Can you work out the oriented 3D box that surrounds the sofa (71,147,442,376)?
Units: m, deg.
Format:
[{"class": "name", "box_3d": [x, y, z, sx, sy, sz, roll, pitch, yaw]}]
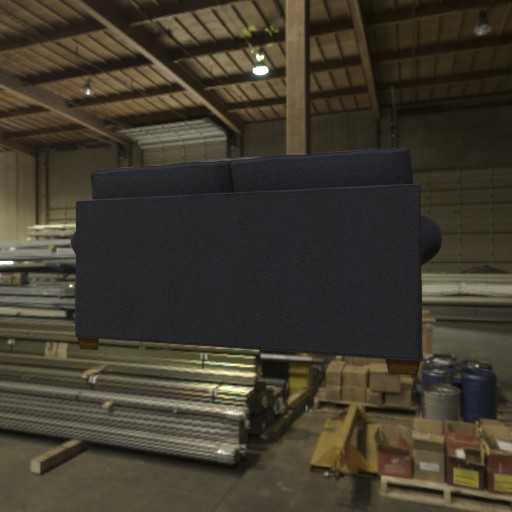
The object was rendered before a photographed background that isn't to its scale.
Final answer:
[{"class": "sofa", "box_3d": [0.000, 0.000, 2.602, 2.009, 1.031, 0.951, 0, 0, 19]}]
